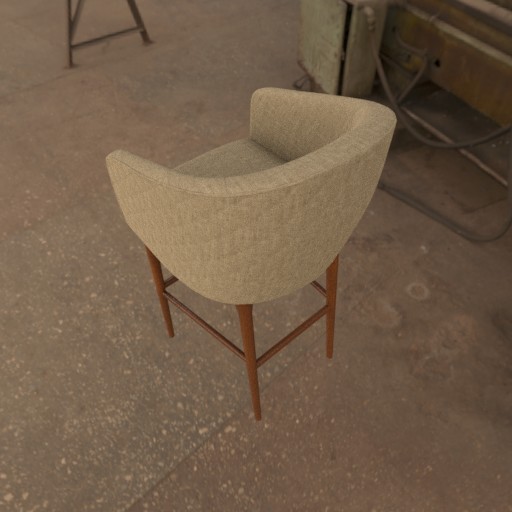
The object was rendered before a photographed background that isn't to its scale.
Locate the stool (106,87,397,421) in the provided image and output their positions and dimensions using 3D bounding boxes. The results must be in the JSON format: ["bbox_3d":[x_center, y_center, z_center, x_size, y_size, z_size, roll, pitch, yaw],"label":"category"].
[{"bbox_3d":[0.000,0.000,1.380,0.559,1.078,0.607,-33,56,-26],"label":"stool"}]
